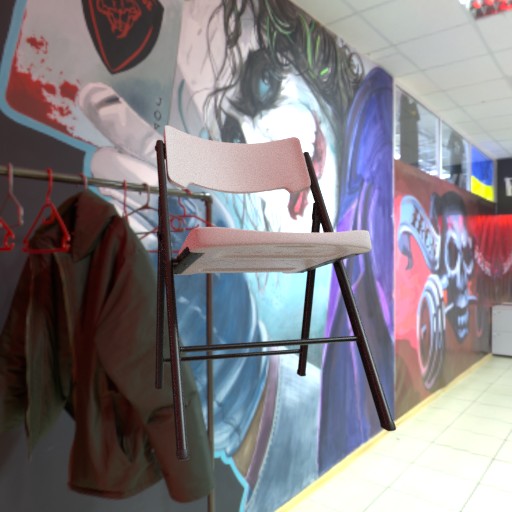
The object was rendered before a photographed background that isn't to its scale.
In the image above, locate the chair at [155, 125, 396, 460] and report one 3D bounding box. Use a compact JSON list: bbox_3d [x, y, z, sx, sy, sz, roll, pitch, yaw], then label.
[{"bbox_3d":[0.000,0.000,1.148,0.482,0.765,0.577,0,0,-18],"label":"chair"}]
